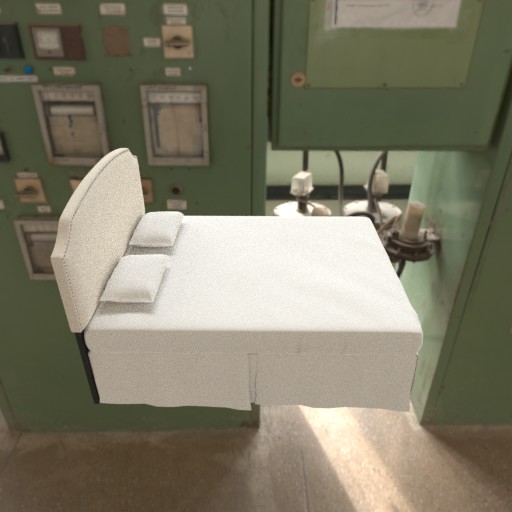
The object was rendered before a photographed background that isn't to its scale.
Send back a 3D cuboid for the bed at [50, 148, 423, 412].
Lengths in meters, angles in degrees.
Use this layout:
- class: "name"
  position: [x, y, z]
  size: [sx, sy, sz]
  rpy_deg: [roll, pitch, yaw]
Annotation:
- class: "bed"
  position: [0.000, 0.000, 3.027]
  size: [1.999, 1.270, 1.558]
  rpy_deg: [0, 31, 1]
